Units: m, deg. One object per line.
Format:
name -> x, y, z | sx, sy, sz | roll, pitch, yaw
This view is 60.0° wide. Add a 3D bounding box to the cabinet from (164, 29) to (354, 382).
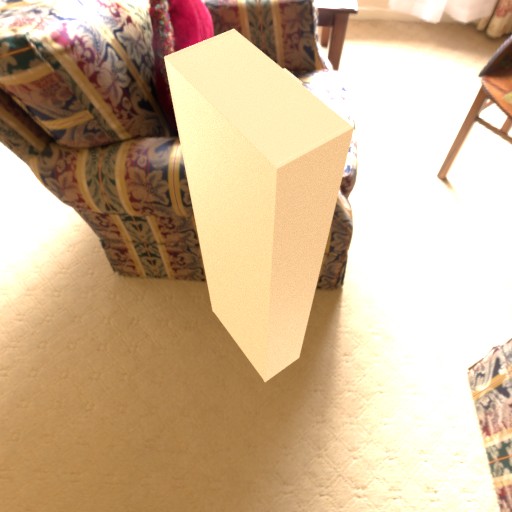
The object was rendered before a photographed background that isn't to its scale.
cabinet -> 0.000, 0.000, 1.844 | 0.255, 1.630, 0.520 | -31, 63, -18
